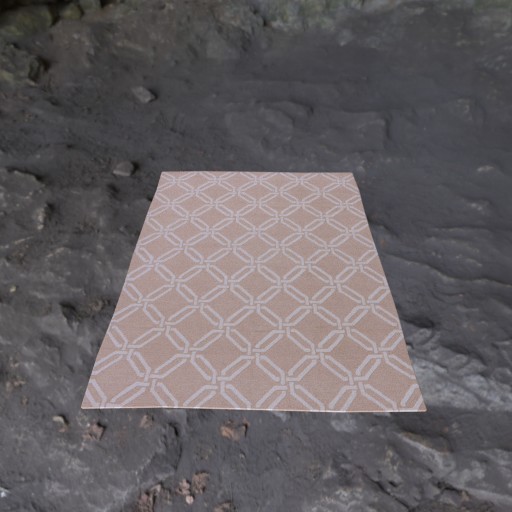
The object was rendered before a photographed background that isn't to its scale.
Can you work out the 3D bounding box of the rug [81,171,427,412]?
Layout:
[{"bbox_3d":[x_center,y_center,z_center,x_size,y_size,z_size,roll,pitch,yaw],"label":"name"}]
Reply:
[{"bbox_3d":[0.000,0.000,4.382,2.452,0.020,3.365,0,40,0],"label":"rug"}]
